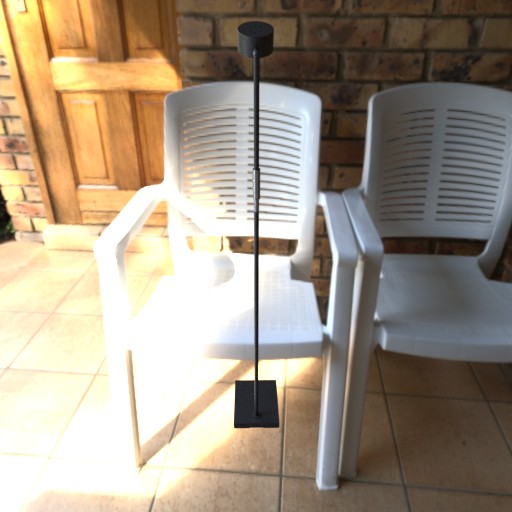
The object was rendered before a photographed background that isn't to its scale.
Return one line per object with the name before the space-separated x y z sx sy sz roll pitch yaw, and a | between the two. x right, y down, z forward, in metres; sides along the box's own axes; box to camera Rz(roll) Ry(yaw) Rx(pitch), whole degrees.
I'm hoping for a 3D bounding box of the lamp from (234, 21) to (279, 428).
lamp | 0.000 0.000 1.715 0.203 1.600 0.304 0 29 -1
